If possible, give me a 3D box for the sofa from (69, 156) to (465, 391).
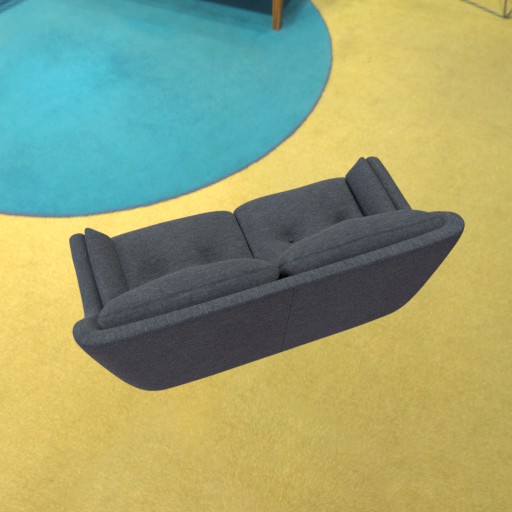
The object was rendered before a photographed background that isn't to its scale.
[{"bbox_3d":[0.000,0.000,2.505,1.929,0.896,0.975,-16,57,-11],"label":"sofa"}]
